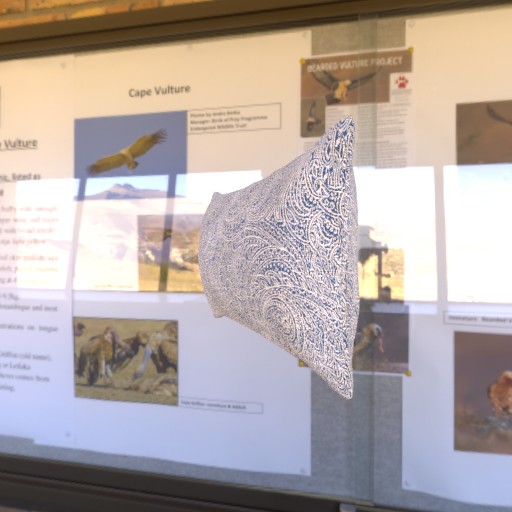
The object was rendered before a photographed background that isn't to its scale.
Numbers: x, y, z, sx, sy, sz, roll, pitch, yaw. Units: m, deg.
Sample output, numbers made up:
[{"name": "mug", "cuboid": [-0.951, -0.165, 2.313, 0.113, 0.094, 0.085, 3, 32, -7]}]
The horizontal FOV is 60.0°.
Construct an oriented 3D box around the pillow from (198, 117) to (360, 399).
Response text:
[{"name": "pillow", "cuboid": [0.000, 0.000, 0.745, 0.151, 0.295, 0.615, 0, 1, -18]}]
